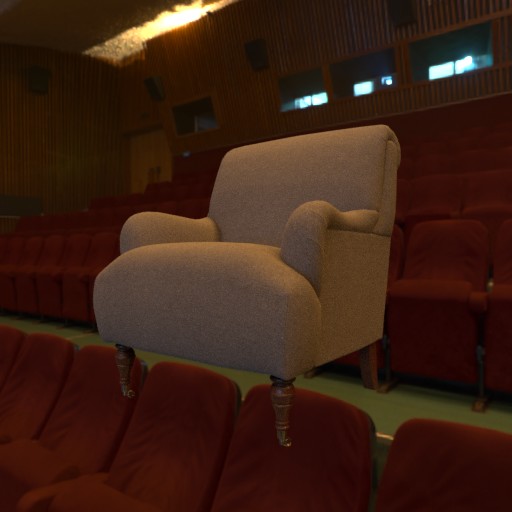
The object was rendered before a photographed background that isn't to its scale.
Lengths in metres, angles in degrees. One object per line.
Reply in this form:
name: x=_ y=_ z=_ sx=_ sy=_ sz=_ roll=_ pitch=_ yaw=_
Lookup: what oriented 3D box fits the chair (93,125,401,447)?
chair: x=0.000 y=0.000 z=1.523 sx=0.766 sy=0.942 sz=0.843 roll=1 pitch=2 yaw=36
